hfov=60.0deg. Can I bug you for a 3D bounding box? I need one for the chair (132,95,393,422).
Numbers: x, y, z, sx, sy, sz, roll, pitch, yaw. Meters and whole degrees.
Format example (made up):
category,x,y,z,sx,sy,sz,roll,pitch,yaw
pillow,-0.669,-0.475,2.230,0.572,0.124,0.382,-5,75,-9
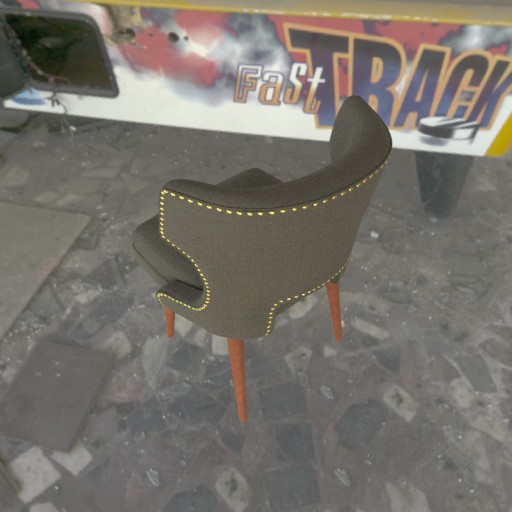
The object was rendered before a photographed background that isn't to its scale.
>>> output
category,x,y,z,sx,sy,sz,roll,pitch,yaw
chair,0.000,0.000,1.270,0.595,0.863,0.581,-32,54,-27
